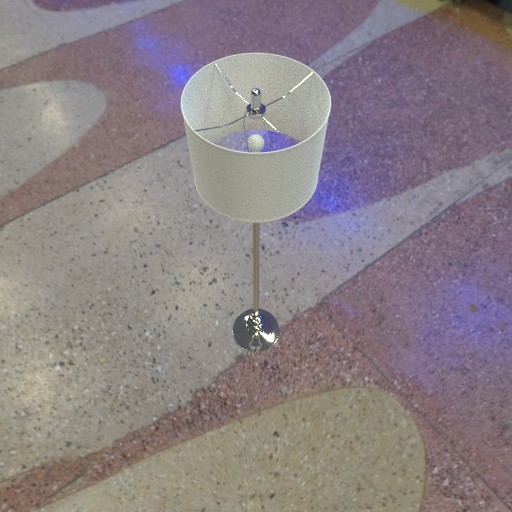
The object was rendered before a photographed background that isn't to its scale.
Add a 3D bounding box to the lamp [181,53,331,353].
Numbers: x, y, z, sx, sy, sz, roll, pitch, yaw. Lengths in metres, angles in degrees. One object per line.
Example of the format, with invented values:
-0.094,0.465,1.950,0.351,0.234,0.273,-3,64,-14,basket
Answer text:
0.000,0.000,1.667,0.356,1.487,0.356,-32,64,-18,lamp
